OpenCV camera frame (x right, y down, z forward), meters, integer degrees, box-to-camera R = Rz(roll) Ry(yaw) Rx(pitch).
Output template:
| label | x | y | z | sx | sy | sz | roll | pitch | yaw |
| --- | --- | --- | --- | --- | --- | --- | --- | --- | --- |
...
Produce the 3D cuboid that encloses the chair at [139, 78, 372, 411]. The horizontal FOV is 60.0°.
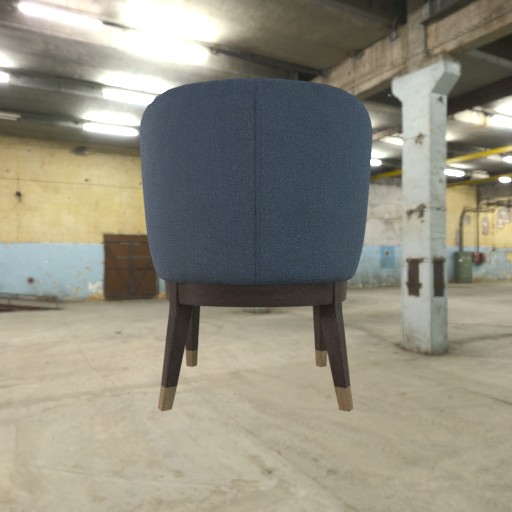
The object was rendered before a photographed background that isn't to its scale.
| label | x | y | z | sx | sy | sz | roll | pitch | yaw |
| --- | --- | --- | --- | --- | --- | --- | --- | --- | --- |
| chair | 0.000 | 0.000 | 1.286 | 0.661 | 0.760 | 0.702 | 0 | -1 | 0 |
